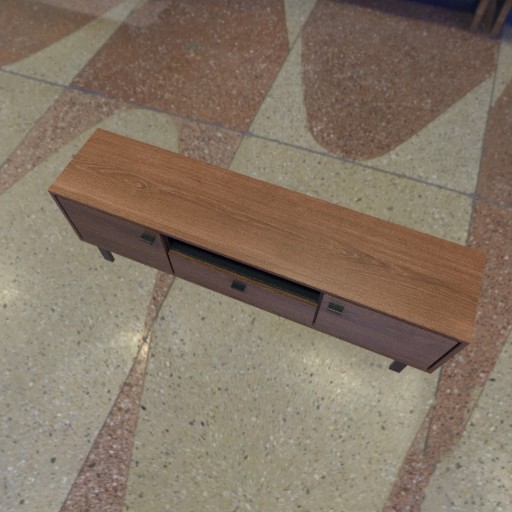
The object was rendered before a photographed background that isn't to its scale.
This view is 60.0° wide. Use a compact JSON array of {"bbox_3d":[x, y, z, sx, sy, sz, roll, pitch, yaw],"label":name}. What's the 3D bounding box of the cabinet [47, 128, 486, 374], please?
[{"bbox_3d":[0.000,0.000,1.894,1.650,0.500,0.400,20,62,11],"label":"cabinet"}]
